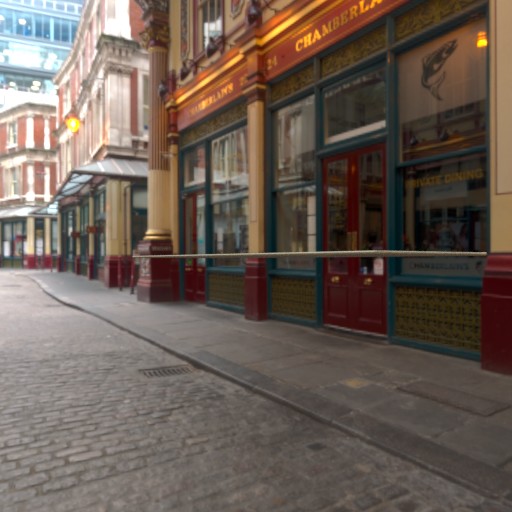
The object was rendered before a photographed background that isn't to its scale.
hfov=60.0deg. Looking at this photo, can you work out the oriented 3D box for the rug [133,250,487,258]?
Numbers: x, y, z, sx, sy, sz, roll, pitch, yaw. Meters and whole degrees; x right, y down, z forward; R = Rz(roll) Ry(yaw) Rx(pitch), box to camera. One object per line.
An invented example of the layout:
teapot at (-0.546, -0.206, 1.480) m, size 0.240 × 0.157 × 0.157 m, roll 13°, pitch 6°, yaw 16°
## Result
rug at (0.000, 0.000, 2.524) m, size 0.661 × 0.013 × 2.297 m, roll 0°, pitch -1°, yaw -34°
